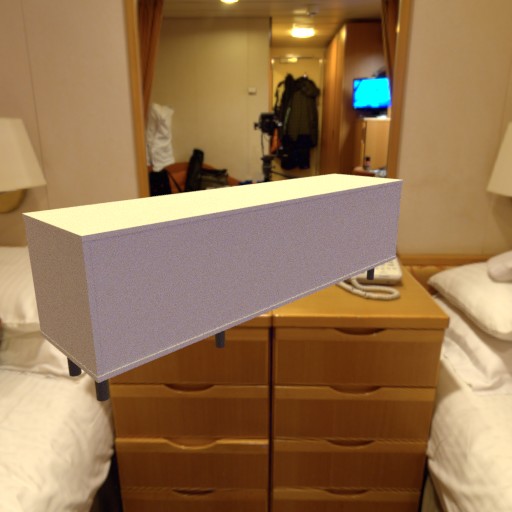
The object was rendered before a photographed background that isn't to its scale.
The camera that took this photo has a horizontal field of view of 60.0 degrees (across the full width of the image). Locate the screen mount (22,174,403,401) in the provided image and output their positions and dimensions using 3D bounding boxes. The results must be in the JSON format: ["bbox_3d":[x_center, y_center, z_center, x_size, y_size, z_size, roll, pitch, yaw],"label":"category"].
[{"bbox_3d":[0.000,0.000,1.813,0.418,0.520,1.600,16,22,43],"label":"screen mount"}]
